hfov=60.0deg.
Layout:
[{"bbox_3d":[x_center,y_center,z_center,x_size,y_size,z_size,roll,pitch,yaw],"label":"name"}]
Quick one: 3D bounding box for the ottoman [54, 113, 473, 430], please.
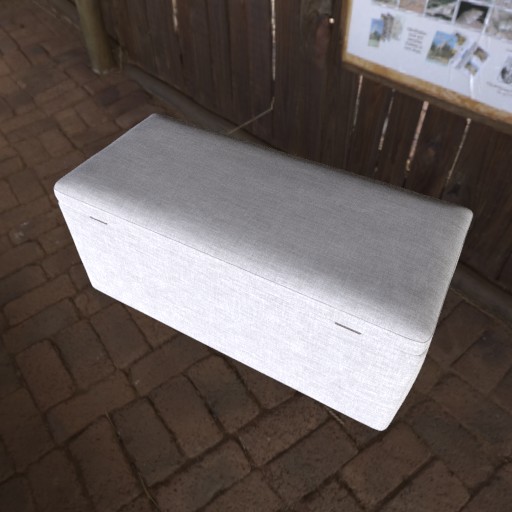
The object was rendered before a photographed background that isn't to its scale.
[{"bbox_3d":[0.000,0.000,1.138,0.902,0.432,0.419,22,50,20],"label":"ottoman"}]
